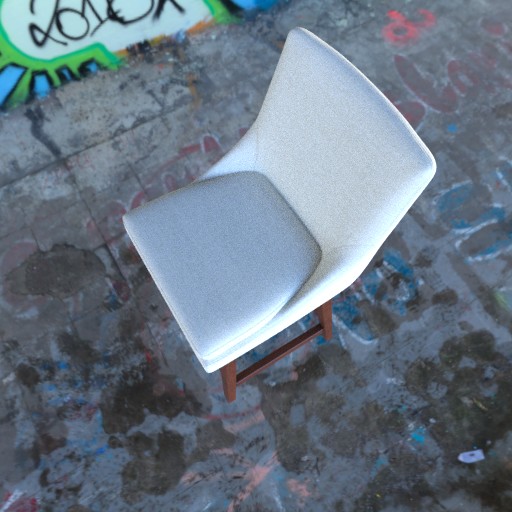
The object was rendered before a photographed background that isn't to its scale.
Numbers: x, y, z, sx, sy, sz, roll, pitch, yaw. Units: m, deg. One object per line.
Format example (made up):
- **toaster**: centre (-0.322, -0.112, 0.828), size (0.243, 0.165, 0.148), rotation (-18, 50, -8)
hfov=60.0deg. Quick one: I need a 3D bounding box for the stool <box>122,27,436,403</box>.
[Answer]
- **stool**: centre (0.000, 0.000, 1.254), size (0.559, 0.991, 0.469), rotation (-29, 68, -13)
